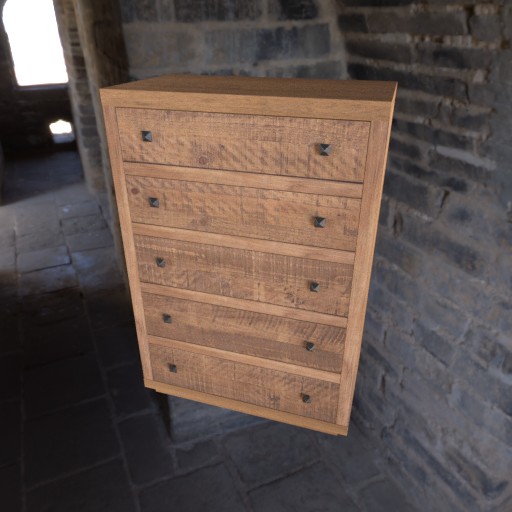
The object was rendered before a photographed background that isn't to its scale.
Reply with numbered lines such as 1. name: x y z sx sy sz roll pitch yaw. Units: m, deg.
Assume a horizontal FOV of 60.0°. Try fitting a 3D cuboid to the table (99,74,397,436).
1. table: 0.000 0.000 1.790 0.901 1.294 0.524 8 29 15
